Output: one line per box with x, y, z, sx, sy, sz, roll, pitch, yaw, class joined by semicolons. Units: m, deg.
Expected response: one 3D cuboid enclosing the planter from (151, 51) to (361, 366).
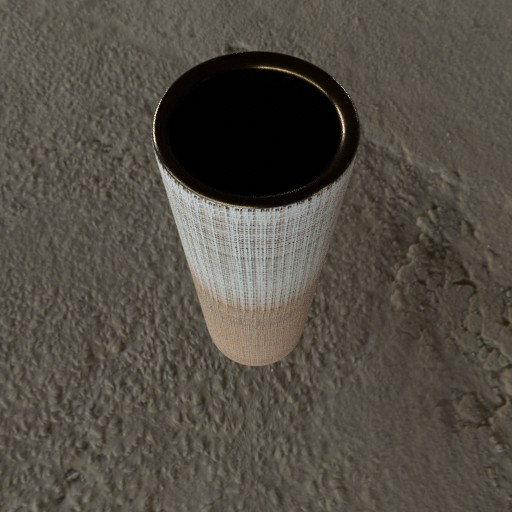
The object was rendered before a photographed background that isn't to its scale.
0.000;0.000;0.330;0.099;0.278;0.099;28;66;14;planter
